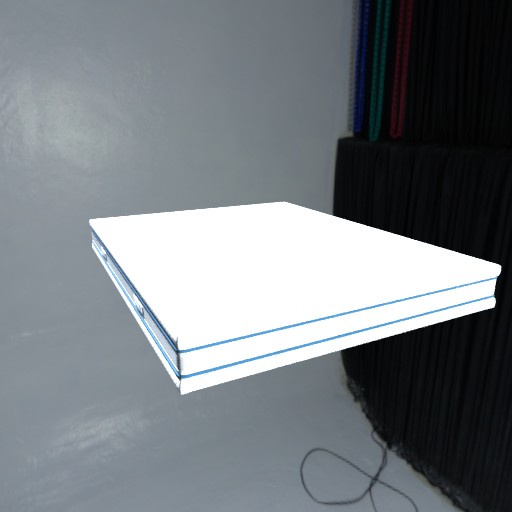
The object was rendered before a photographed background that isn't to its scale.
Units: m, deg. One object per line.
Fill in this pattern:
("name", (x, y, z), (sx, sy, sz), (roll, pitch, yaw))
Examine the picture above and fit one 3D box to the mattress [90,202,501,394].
("mattress", (0.000, 0.000, 2.635), (1.600, 0.230, 2.000), (-8, 19, -26))
